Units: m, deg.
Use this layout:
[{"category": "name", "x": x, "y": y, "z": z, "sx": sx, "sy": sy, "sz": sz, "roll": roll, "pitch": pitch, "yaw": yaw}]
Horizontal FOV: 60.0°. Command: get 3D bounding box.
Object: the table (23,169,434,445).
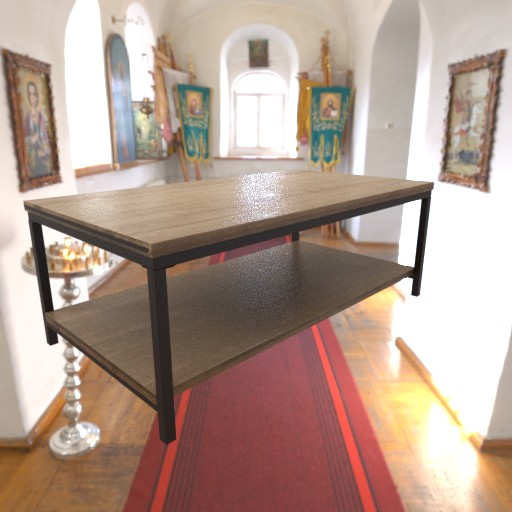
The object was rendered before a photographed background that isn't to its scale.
[{"category": "table", "x": 0.000, "y": 0.000, "z": 1.324, "sx": 0.574, "sy": 0.393, "sz": 1.062, "roll": 16, "pitch": 23, "yaw": 42}]
